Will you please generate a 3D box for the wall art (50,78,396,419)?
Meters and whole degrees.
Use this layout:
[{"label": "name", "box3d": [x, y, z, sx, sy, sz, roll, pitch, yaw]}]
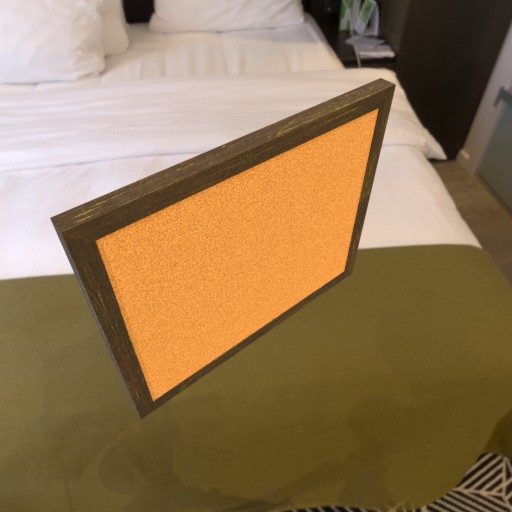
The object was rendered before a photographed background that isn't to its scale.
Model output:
[{"label": "wall art", "box3d": [0.000, 0.000, 0.765, 0.558, 0.457, 0.032, -30, 53, -26]}]
